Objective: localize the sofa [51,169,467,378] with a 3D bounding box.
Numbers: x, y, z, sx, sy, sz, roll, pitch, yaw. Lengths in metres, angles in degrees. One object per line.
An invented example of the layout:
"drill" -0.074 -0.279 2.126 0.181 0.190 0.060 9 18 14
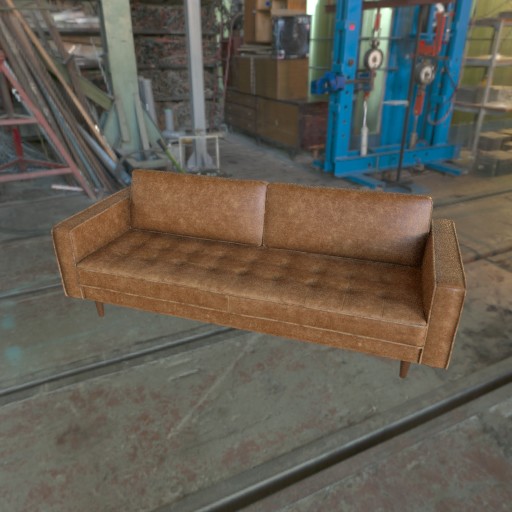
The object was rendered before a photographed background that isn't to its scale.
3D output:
"sofa" 0.000 0.000 2.625 2.199 0.779 0.886 8 27 16
